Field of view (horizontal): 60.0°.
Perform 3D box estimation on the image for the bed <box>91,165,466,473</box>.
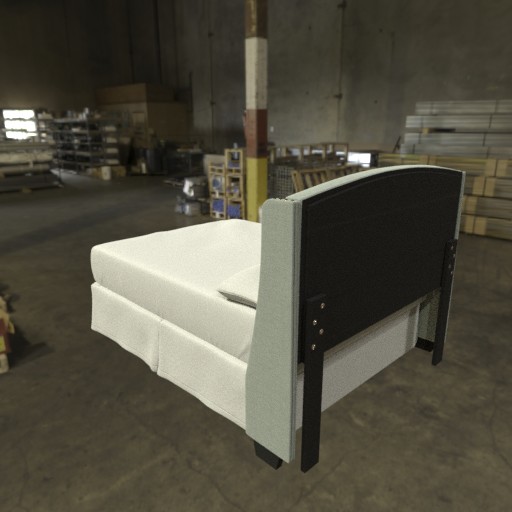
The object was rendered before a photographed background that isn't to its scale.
[{"bbox_3d":[0.000,0.000,3.223,1.710,1.407,2.237,-15,22,-42],"label":"bed"}]
